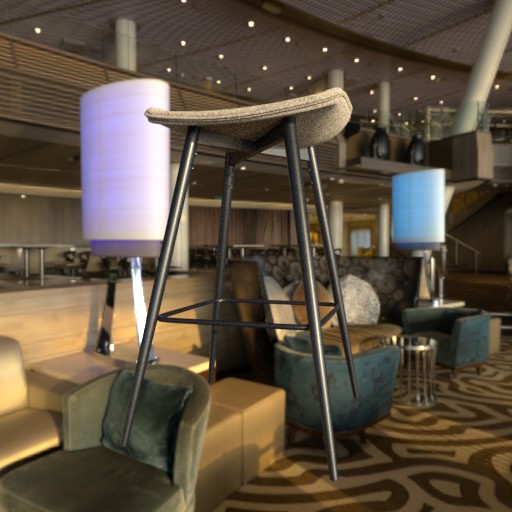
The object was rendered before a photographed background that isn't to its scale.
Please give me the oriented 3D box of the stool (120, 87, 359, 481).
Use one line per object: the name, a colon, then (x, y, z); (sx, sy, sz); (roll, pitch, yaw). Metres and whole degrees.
stool: (0.000, 0.000, 1.102); (0.469, 0.814, 0.480); (0, 1, 18)
